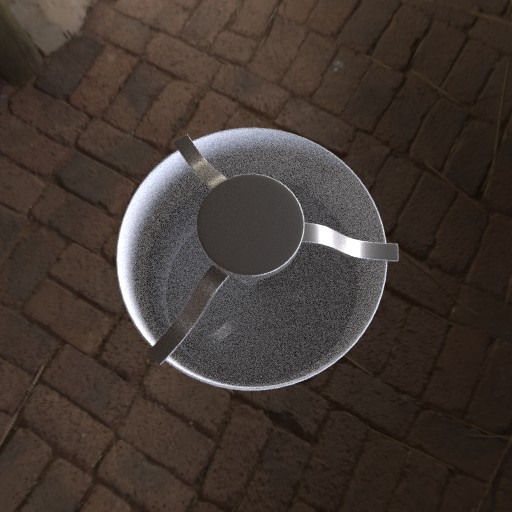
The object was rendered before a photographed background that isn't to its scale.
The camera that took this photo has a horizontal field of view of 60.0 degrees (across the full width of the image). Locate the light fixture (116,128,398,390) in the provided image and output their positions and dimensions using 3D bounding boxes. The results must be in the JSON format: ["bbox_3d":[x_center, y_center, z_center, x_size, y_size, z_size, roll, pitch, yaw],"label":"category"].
[{"bbox_3d":[0.000,0.000,0.661,0.395,0.304,0.395,0,76,0],"label":"light fixture"}]
